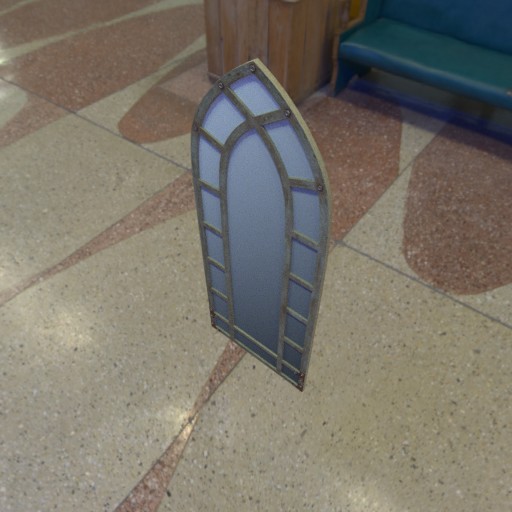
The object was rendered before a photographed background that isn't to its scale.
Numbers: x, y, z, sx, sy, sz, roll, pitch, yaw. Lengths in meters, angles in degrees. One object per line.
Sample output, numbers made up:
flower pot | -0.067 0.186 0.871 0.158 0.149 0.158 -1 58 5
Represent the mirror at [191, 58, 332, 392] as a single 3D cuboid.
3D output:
mirror | 0.000 0.000 1.326 0.464 1.175 0.025 31 55 25
